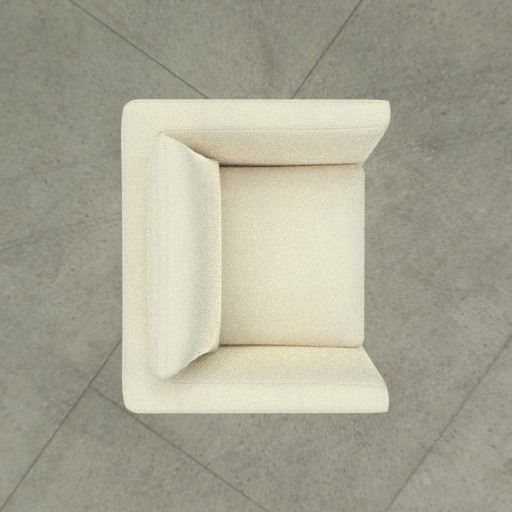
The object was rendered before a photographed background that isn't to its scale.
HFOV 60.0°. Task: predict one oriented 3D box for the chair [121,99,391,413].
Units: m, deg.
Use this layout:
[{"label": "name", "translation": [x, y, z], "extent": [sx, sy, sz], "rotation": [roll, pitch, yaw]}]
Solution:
[{"label": "chair", "translation": [0.000, 0.000, 1.702], "extent": [0.889, 0.865, 1.041], "rotation": [0, 91, 0]}]
